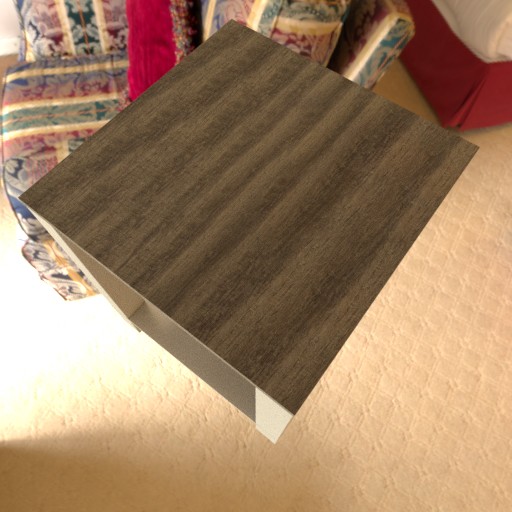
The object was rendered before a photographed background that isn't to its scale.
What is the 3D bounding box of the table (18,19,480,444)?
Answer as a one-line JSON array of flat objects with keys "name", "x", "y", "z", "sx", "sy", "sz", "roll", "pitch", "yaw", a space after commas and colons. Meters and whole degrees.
[{"name": "table", "x": 0.000, "y": 0.000, "z": 0.943, "sx": 0.504, "sy": 0.587, "sz": 0.506, "roll": 35, "pitch": 69, "yaw": 16}]
